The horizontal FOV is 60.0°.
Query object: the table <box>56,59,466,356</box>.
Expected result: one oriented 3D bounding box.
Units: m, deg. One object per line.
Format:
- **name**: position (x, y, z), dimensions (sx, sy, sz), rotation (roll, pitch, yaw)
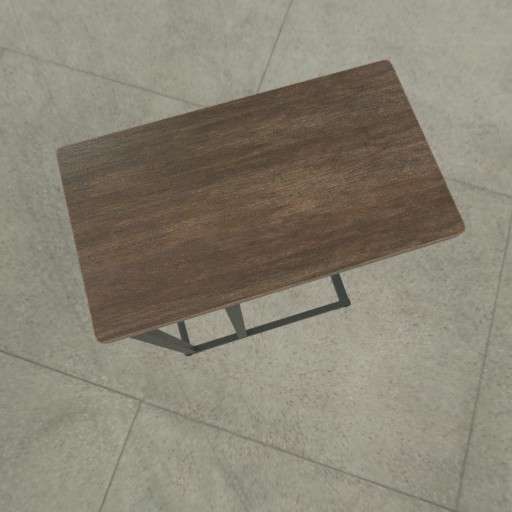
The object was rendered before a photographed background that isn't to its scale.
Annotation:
- **table**: position (0.000, 0.000, 0.849), dimensions (0.450, 0.637, 0.254), rotation (-17, 76, -4)
